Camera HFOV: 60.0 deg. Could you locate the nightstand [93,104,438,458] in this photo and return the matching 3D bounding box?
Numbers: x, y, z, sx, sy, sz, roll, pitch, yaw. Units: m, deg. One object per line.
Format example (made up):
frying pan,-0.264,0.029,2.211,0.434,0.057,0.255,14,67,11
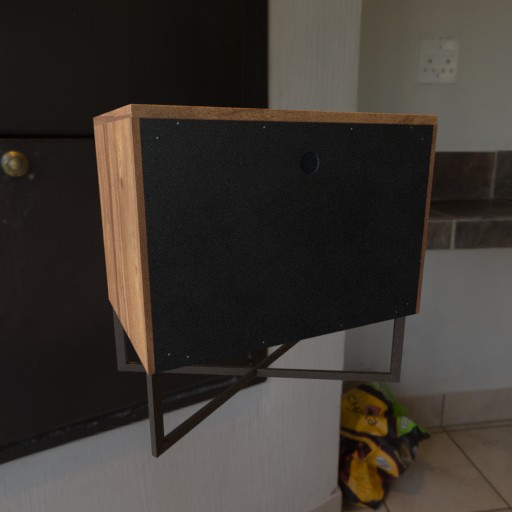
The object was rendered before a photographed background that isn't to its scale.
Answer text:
nightstand,0.000,0.000,1.025,0.613,0.615,0.427,-7,16,-26
